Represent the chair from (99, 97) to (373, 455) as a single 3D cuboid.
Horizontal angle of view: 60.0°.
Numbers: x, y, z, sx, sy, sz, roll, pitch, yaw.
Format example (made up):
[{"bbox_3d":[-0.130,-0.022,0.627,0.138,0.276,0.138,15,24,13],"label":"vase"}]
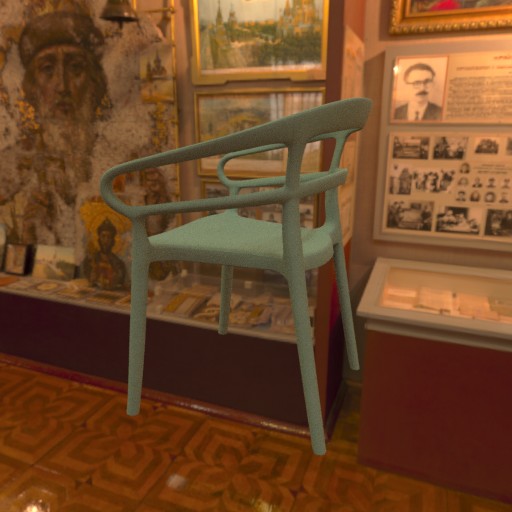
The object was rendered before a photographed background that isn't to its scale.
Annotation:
[{"bbox_3d":[0.000,0.000,1.150,0.527,0.761,0.559,7,18,22],"label":"chair"}]
